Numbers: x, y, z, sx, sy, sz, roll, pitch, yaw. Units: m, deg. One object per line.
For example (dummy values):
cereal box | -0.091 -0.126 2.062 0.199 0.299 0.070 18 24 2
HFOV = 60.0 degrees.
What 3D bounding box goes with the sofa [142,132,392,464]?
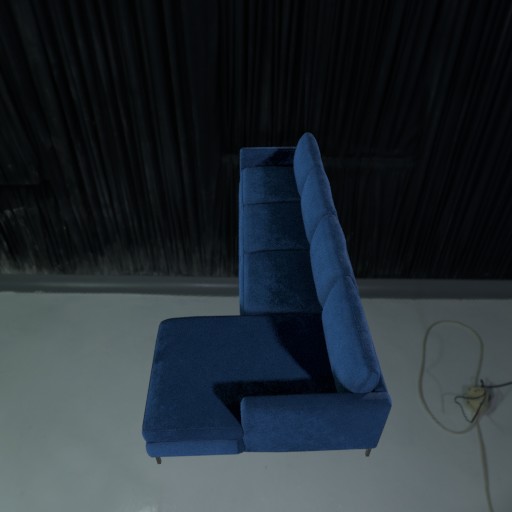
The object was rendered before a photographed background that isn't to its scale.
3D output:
sofa | 0.000 0.000 3.495 1.350 0.810 2.932 -1 41 -1
